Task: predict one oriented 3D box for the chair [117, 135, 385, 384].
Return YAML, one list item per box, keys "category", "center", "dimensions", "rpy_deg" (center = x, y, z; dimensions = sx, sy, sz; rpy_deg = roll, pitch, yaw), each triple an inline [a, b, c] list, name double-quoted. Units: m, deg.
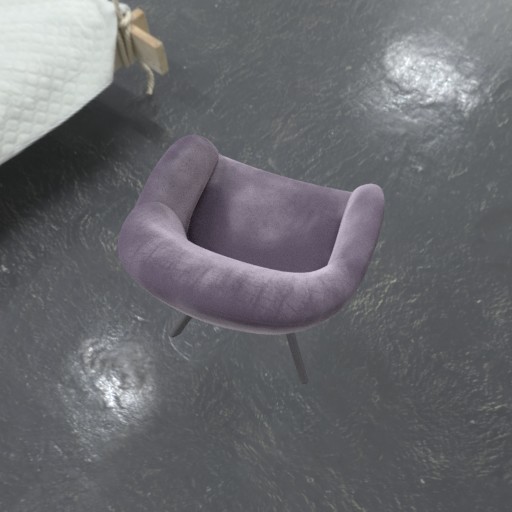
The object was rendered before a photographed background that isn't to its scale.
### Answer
- category: "chair"
  center: [0.000, 0.000, 1.191]
  dimensions: [0.550, 0.795, 0.590]
  rpy_deg: [17, 66, 8]
